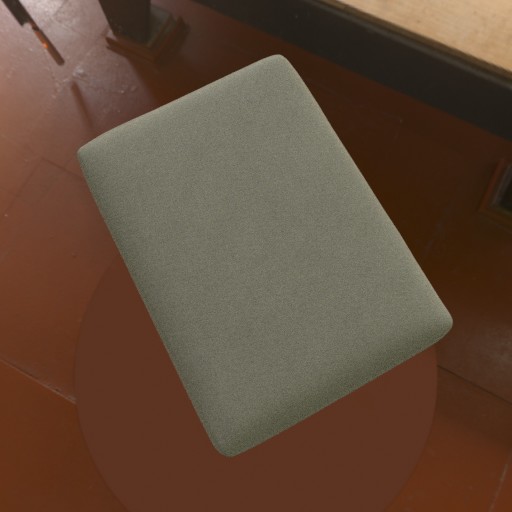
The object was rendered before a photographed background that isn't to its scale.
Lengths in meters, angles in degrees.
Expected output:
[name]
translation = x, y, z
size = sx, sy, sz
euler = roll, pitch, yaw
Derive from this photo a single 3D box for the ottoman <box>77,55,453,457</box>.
[ottoman]
translation = 0.000, 0.000, 1.160
size = 0.569, 0.504, 0.773
euler = -27, 78, -6
